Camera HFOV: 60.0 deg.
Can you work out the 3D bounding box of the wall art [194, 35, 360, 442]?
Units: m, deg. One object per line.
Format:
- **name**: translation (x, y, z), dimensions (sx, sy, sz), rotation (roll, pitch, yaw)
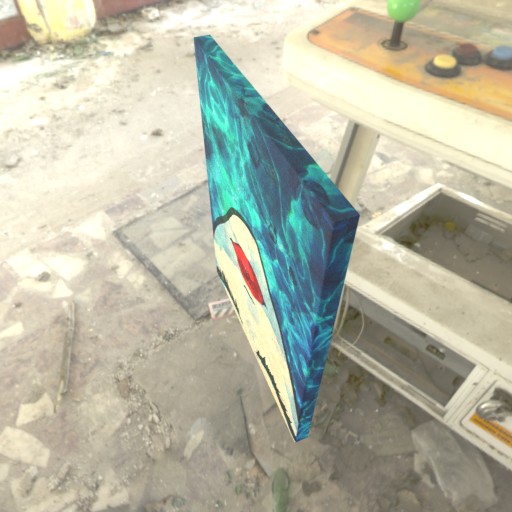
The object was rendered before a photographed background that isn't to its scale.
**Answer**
- **wall art**: translation (0.000, 0.000, 1.027), dimensions (0.038, 0.760, 0.609), rotation (-17, 50, -15)
